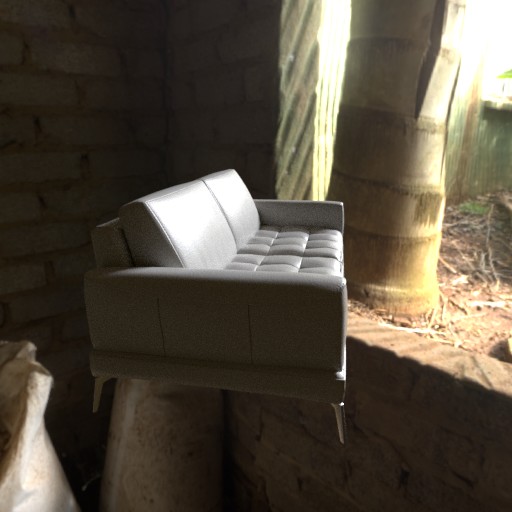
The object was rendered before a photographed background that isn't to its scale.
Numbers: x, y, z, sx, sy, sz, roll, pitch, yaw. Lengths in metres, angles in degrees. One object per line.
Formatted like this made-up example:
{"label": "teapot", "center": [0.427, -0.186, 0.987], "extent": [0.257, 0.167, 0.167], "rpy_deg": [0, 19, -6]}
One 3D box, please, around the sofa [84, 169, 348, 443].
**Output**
{"label": "sofa", "center": [0.000, 0.000, 2.739], "extent": [1.121, 0.930, 2.177], "rpy_deg": [3, 16, 10]}
